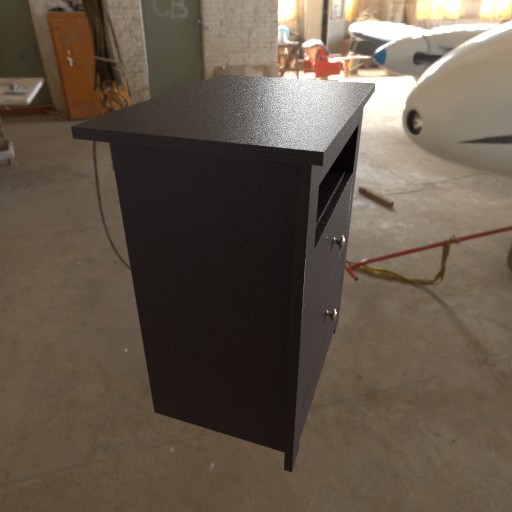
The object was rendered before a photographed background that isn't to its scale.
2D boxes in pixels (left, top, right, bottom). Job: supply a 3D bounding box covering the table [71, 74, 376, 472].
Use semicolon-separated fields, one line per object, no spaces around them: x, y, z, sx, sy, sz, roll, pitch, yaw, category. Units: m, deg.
0.000;0.000;1.054;0.408;0.711;0.589;10;32;17;table
